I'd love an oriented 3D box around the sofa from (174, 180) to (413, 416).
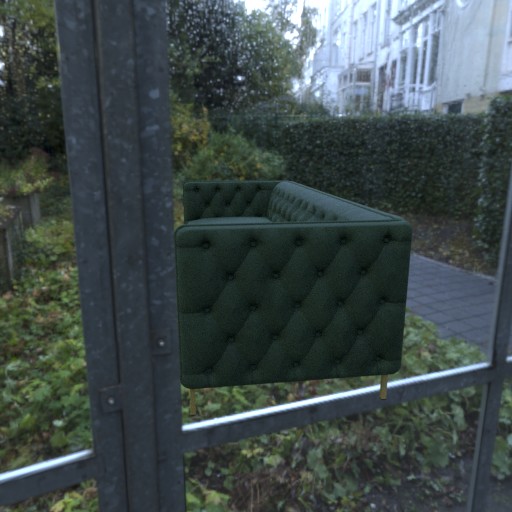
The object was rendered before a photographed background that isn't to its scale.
[{"bbox_3d":[0.000,0.000,2.708,0.895,0.771,2.209,-2,14,-8],"label":"sofa"}]
